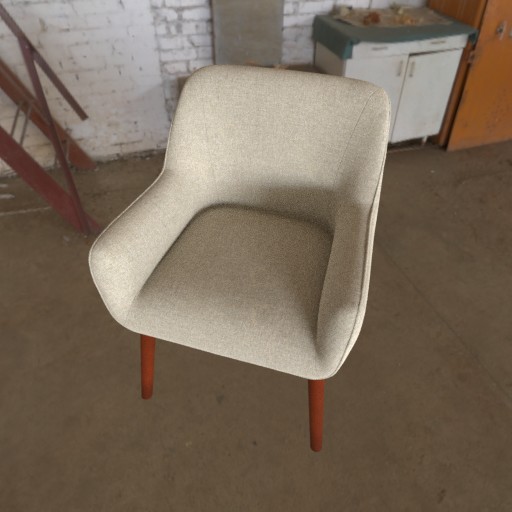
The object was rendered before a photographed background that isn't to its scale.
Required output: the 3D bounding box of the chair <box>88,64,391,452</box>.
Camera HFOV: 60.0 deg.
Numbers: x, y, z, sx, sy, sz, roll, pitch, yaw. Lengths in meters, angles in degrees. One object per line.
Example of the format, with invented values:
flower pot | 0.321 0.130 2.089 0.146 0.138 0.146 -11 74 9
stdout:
chair | 0.000 0.000 1.217 0.610 0.813 0.610 12 43 13
